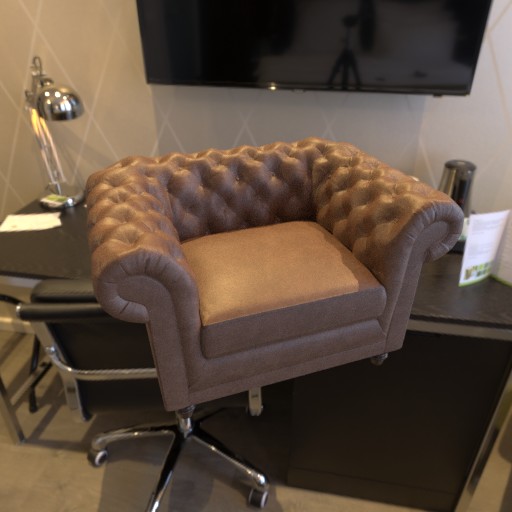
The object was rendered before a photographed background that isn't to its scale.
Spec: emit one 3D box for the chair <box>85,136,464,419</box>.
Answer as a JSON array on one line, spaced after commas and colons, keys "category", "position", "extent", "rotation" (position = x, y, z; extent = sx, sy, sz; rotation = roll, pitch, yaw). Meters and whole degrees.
[{"category": "chair", "position": [0.000, 0.000, 1.917], "extent": [1.298, 0.784, 0.954], "rotation": [-10, 32, -17]}]
